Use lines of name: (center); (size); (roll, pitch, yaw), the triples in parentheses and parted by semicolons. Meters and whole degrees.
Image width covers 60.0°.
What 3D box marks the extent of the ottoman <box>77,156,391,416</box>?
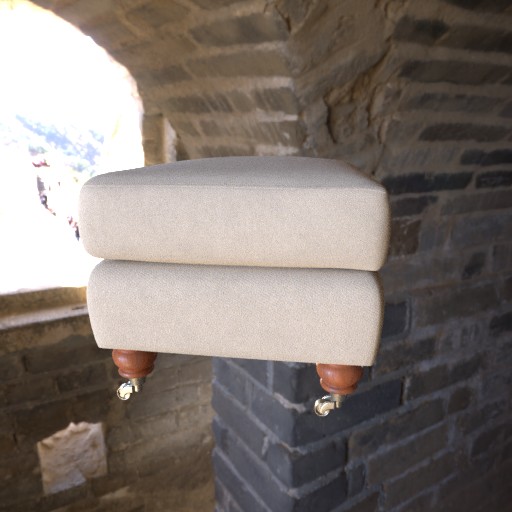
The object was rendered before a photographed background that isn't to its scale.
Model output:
ottoman: (0.000, 0.000, 1.152); (0.569, 0.504, 0.773); (2, 14, 8)
